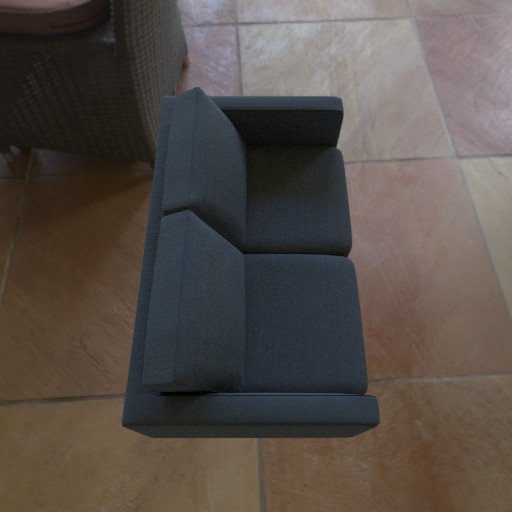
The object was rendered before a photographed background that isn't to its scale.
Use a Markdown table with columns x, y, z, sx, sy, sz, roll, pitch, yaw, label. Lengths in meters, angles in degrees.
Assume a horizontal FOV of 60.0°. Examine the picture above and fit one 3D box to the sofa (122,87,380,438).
| x | y | z | sx | sy | sz | roll | pitch | yaw | label |
| --- | --- | --- | --- | --- | --- | --- | --- | --- | --- |
| 0.000 | 0.000 | 2.228 | 0.999 | 0.907 | 1.659 | 0 | 63 | 0 | sofa |
